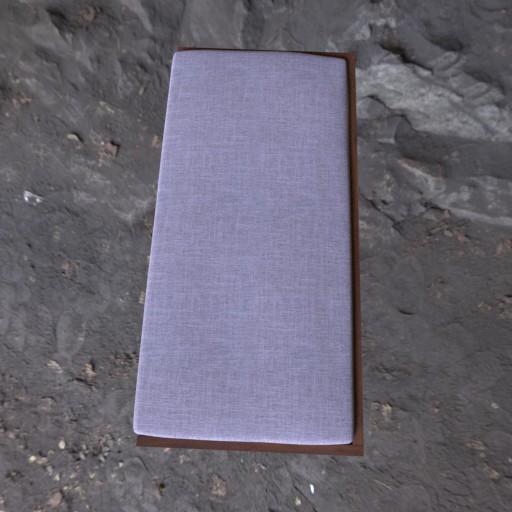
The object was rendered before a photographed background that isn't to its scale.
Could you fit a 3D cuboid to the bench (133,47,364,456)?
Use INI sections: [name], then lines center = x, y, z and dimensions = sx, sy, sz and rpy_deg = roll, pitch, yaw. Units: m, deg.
[bench]
center = 0.000, 0.000, 0.972
dimensions = 0.362, 0.461, 0.734
rpy_deg = 2, 75, 1
